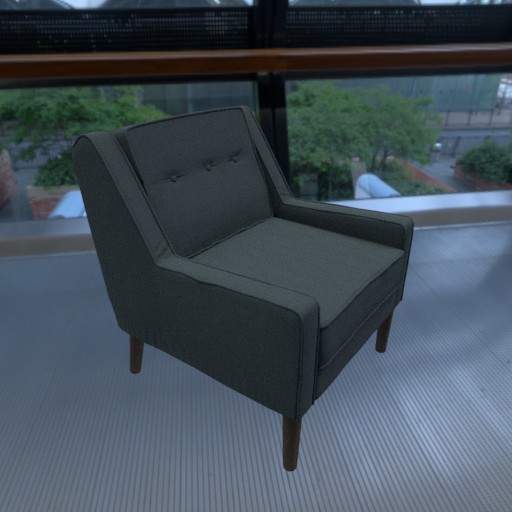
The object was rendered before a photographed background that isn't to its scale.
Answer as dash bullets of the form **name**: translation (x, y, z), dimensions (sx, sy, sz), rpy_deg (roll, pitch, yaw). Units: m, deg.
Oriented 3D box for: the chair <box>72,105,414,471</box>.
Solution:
- **chair**: translation (0.000, 0.000, 1.327), dimensions (0.733, 0.780, 0.663), rpy_deg (18, 32, 32)
